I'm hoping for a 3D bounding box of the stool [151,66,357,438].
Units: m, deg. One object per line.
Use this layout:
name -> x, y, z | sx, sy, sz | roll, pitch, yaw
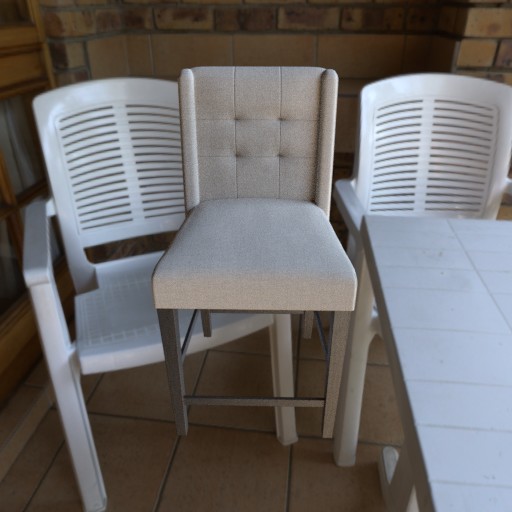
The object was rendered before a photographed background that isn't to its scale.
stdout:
stool -> 0.000, 0.000, 1.259 | 0.474, 0.939, 0.509 | 1, 30, 1
